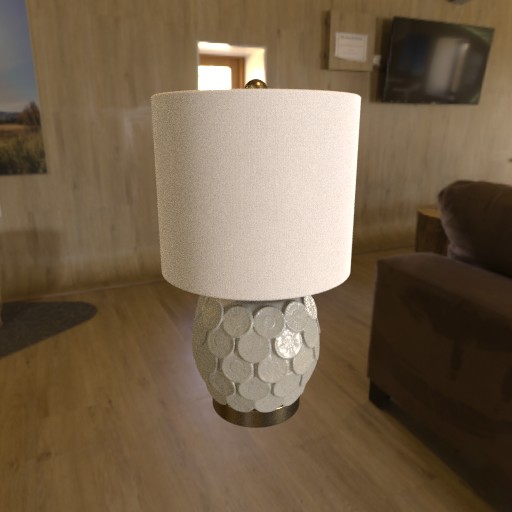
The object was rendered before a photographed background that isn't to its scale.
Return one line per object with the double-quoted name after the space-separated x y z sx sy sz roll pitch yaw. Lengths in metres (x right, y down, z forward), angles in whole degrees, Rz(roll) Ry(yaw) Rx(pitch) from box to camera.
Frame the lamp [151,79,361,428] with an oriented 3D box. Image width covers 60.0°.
0.000 0.000 0.606 0.254 0.452 0.254 0 16 0 "lamp"
